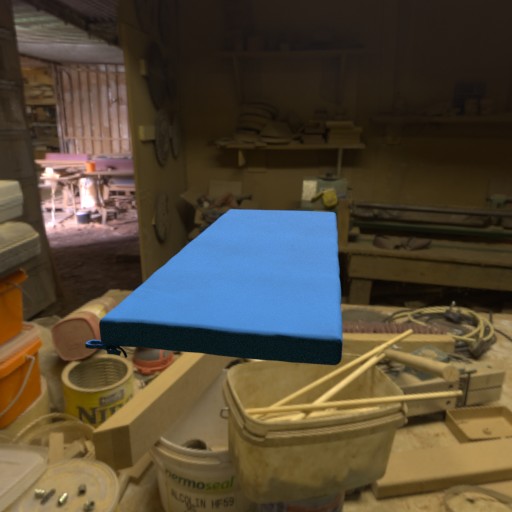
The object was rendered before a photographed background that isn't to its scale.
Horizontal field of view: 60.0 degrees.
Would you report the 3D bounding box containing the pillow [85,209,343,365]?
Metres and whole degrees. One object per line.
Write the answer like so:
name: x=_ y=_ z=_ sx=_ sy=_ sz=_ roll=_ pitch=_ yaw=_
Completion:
pillow: x=0.000 y=0.000 z=1.342 sx=0.492 sy=0.081 sz=1.187 roll=3 pitch=17 yaw=9
